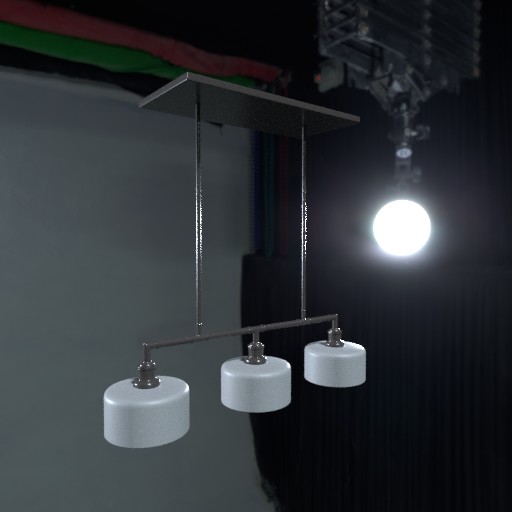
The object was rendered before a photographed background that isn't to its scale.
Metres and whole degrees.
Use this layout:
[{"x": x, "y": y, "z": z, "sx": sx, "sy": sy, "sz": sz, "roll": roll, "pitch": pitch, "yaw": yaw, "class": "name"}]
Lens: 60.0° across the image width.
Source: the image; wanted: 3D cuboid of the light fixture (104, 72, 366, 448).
[{"x": 0.000, "y": 0.000, "z": 0.852, "sx": 0.582, "sy": 0.557, "sz": 0.177, "roll": -2, "pitch": 3, "yaw": -38, "class": "light fixture"}]
